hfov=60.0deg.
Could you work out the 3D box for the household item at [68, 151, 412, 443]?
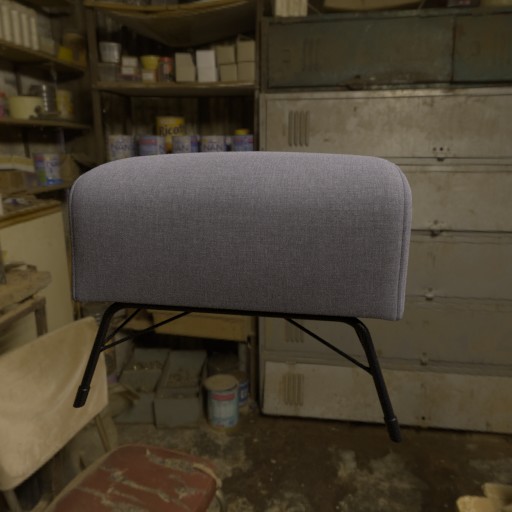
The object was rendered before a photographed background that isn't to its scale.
[{"bbox_3d":[0.000,0.000,0.893,0.530,0.410,0.530,2,14,10],"label":"household item"}]
